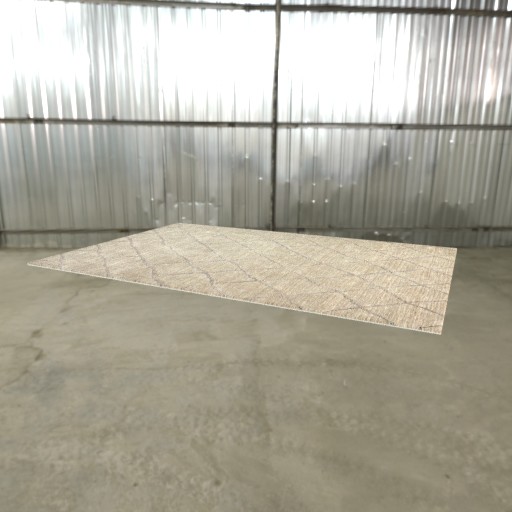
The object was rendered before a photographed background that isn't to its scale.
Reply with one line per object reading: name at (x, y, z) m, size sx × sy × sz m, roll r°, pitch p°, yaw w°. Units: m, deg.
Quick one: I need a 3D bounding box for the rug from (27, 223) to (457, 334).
rug at (0.000, 0.000, 2.810) m, size 2.280 × 0.015 × 1.521 m, roll 7°, pitch 16°, yaw 25°
